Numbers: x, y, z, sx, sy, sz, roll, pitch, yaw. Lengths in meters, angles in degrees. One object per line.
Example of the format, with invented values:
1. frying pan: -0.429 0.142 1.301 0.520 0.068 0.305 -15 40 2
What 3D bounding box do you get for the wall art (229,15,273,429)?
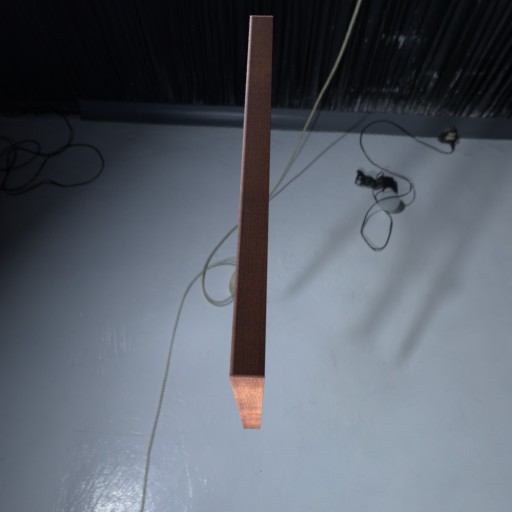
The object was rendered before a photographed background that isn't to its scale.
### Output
1. wall art: 0.000 0.000 0.826 0.037 0.572 0.554 2 64 1
